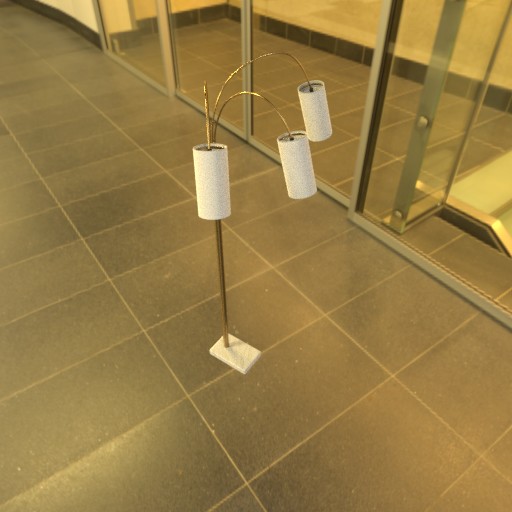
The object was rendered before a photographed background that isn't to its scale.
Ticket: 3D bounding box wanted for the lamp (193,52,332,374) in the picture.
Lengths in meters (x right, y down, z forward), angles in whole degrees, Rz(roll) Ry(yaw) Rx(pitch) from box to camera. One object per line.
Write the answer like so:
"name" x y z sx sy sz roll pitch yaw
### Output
"lamp" 0.000 0.000 2.516 0.667 2.055 1.020 24 46 26
